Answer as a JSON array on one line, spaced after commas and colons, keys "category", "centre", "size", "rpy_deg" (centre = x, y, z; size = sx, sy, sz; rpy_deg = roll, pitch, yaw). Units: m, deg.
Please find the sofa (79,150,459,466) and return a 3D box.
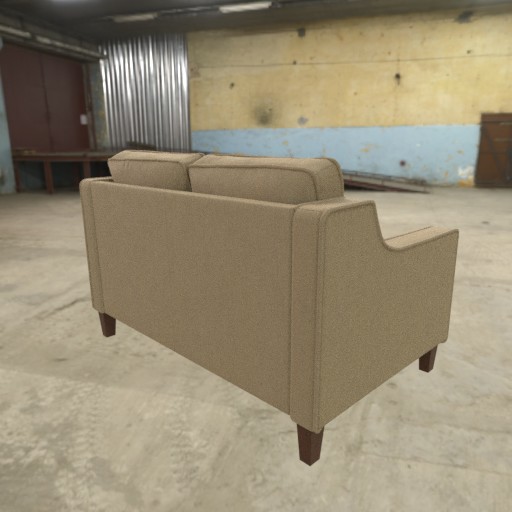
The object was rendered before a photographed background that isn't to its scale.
[{"category": "sofa", "centre": [0.000, 0.000, 2.096], "size": [0.987, 0.971, 1.501], "rpy_deg": [-14, 20, -43]}]
